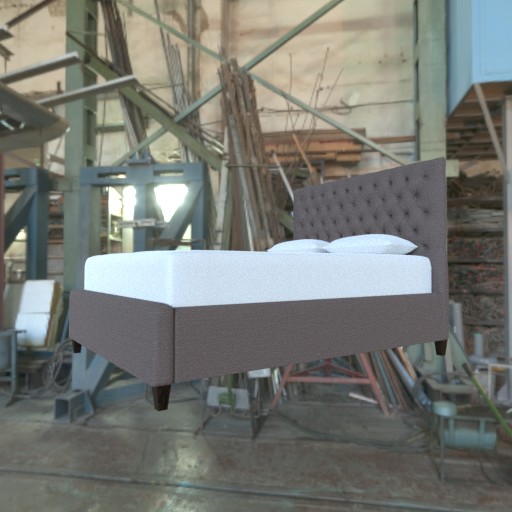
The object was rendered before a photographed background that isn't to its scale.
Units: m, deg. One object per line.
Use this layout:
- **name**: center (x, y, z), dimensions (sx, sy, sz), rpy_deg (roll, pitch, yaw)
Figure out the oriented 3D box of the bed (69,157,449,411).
- **bed**: center (0.000, 0.000, 3.247), dimensions (2.233, 1.426, 1.696), rpy_deg (1, -2, -35)
